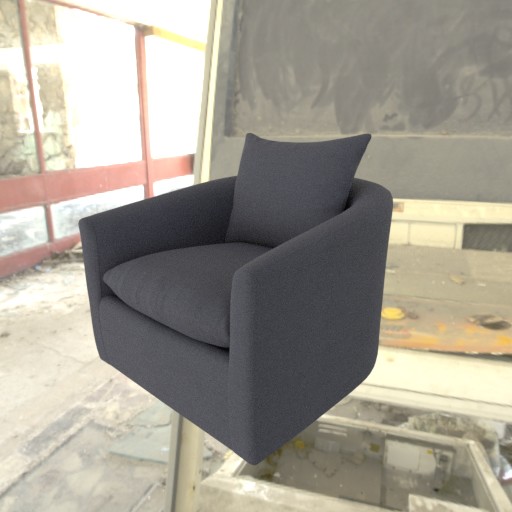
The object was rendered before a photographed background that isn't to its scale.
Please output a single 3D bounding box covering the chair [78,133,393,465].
[{"bbox_3d":[0.000,0.000,1.594,0.845,0.848,0.910,15,22,41],"label":"chair"}]
